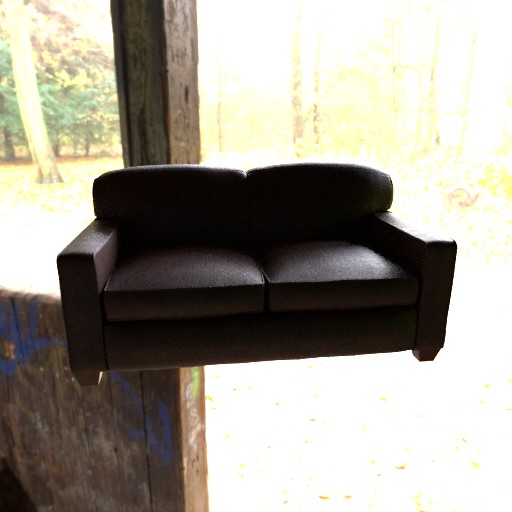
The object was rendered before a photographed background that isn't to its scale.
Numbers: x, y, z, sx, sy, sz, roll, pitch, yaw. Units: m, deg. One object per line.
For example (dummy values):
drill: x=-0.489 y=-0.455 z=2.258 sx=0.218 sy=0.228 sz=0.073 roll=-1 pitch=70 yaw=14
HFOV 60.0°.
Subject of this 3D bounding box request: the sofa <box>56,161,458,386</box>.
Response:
sofa: x=0.000 y=0.000 z=2.466 sx=1.856 sy=0.966 sz=1.000 roll=-2 pitch=17 yaw=-7
